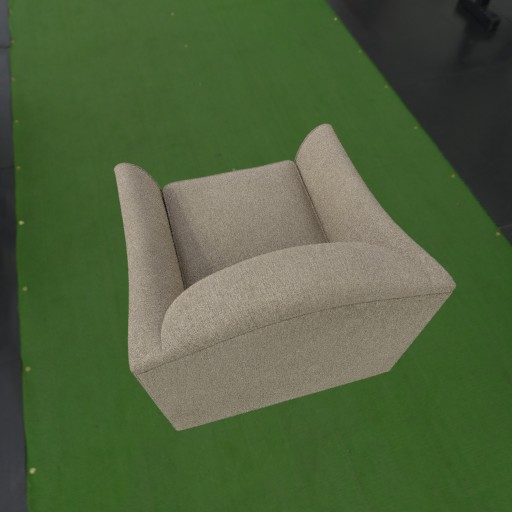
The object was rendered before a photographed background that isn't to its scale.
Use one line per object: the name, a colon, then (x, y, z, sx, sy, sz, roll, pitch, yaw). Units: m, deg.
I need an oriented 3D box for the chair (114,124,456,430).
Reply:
chair: (0.000, 0.000, 1.412, 0.763, 0.839, 0.787, -13, 59, -8)
